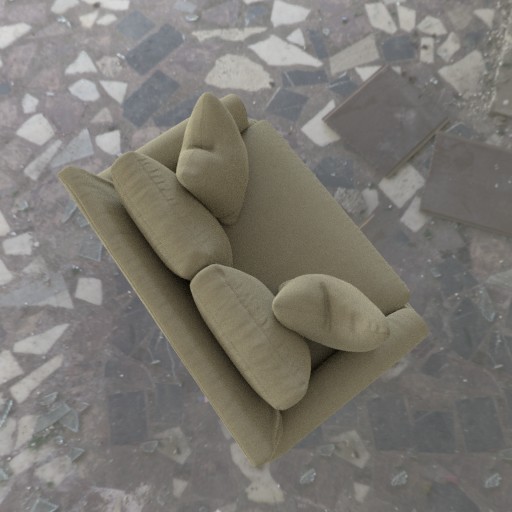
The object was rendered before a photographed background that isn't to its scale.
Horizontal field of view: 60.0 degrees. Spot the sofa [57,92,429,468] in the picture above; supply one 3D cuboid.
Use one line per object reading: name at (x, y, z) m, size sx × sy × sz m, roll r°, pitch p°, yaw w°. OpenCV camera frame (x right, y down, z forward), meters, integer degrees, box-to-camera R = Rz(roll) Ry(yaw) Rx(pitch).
sofa at (0.000, 0.000, 2.141) m, size 1.070 × 0.905 × 1.550 m, roll -35°, pitch 78°, yaw -9°
